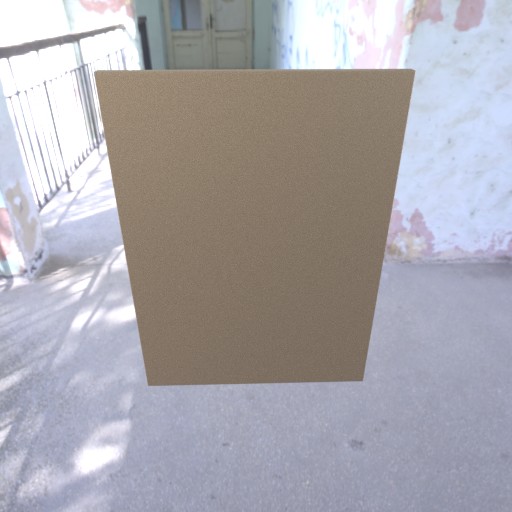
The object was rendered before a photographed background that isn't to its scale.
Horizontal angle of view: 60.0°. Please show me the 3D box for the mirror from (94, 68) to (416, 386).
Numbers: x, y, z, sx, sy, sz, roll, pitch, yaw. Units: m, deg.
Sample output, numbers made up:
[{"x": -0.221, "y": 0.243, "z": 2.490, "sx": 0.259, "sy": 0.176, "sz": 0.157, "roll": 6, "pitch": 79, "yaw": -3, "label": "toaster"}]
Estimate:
[{"x": 0.000, "y": 0.000, "z": 1.311, "sx": 0.756, "sy": 1.023, "sz": 0.032, "roll": -1, "pitch": 31, "yaw": -1, "label": "mirror"}]
